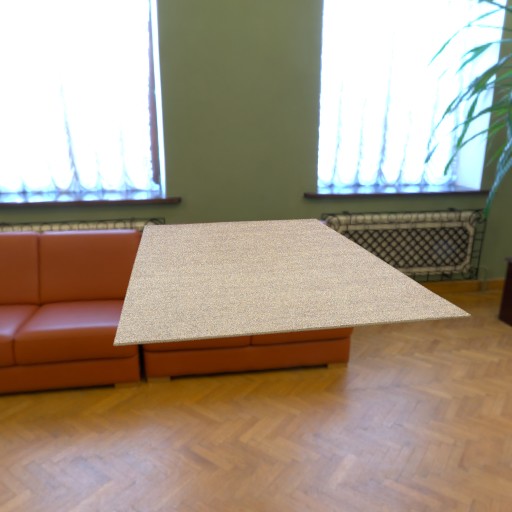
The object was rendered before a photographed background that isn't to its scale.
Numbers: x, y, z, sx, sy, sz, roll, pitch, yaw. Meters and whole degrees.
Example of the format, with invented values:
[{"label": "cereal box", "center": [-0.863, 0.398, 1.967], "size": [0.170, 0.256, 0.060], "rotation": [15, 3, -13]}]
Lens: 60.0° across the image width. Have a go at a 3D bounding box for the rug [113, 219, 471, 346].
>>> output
[{"label": "rug", "center": [0.000, 0.000, 3.021], "size": [1.609, 0.030, 2.342], "rotation": [-3, 16, -10]}]
